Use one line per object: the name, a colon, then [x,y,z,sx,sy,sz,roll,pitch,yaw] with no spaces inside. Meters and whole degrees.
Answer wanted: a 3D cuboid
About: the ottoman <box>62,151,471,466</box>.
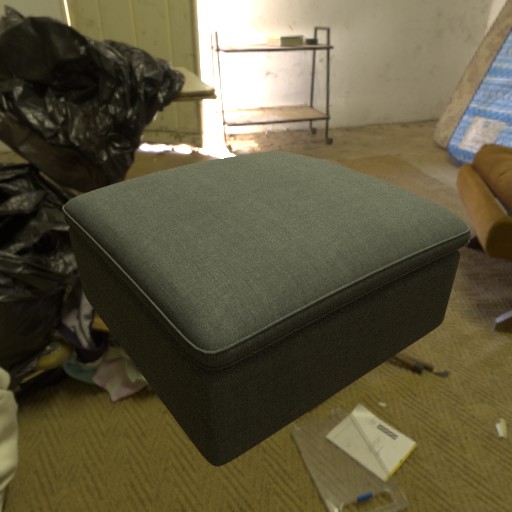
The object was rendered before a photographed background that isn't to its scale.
ottoman: [0.000,0.000,1.644,1.067,0.559,1.067,-20,35,-32]
